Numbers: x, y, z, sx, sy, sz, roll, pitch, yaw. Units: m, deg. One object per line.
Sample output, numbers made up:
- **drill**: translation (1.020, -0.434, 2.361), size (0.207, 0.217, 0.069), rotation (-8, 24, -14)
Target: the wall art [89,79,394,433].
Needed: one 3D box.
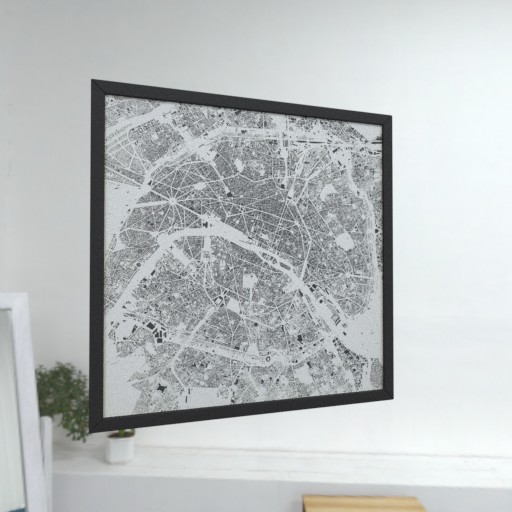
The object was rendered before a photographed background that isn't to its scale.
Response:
- **wall art**: translation (0.000, 0.000, 1.088), size (0.763, 0.763, 0.037), rotation (0, -1, -18)
